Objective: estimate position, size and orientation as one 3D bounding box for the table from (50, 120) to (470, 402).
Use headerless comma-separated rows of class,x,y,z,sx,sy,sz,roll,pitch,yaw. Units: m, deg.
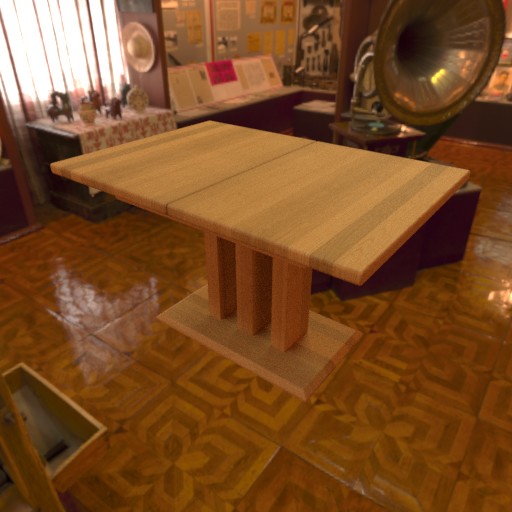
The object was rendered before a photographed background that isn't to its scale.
table,0.000,0.000,1.846,1.300,0.770,0.900,21,36,32
